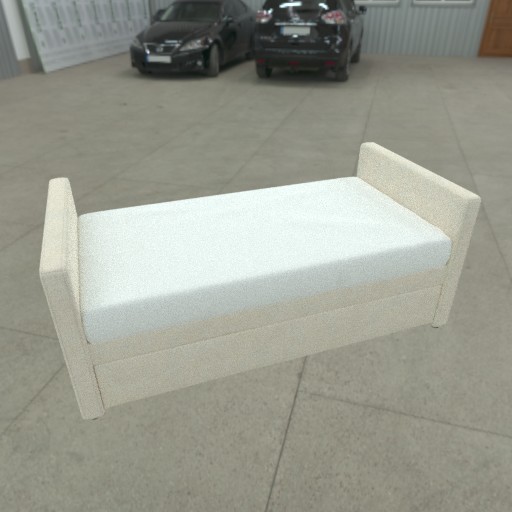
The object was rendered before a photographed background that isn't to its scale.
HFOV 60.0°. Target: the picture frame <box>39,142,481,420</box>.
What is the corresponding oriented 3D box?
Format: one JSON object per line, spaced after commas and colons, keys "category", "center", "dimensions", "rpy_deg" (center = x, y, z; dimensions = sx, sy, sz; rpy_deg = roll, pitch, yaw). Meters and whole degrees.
{"category": "picture frame", "center": [0.000, 0.000, 2.670], "dimensions": [2.161, 0.891, 1.069], "rpy_deg": [-10, 33, -17]}
